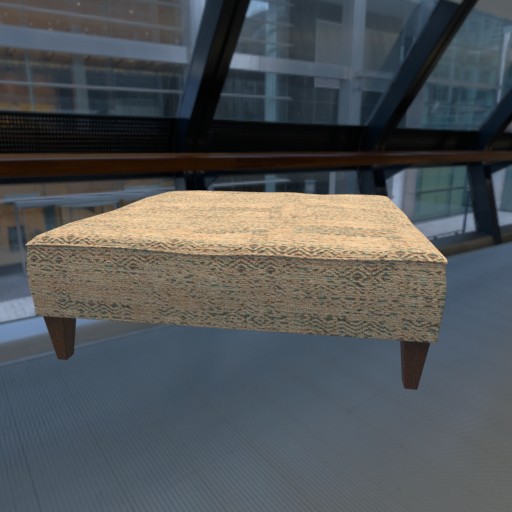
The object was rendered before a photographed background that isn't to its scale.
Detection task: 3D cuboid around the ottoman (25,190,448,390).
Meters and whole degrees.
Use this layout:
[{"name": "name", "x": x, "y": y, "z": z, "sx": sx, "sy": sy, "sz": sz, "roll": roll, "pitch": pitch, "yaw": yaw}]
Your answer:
[{"name": "ottoman", "x": 0.000, "y": 0.000, "z": 1.489, "sx": 0.968, "sy": 0.356, "sz": 1.004, "roll": 2, "pitch": 15, "yaw": 9}]
